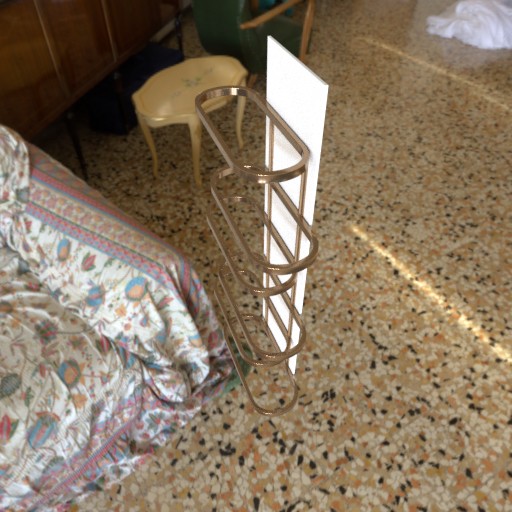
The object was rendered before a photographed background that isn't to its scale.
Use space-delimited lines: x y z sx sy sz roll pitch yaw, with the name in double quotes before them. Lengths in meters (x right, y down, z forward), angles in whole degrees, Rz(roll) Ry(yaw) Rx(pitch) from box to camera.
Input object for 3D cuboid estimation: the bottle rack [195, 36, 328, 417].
"bottle rack" 0.000 0.000 0.831 0.118 0.709 0.332 -15 47 -15
